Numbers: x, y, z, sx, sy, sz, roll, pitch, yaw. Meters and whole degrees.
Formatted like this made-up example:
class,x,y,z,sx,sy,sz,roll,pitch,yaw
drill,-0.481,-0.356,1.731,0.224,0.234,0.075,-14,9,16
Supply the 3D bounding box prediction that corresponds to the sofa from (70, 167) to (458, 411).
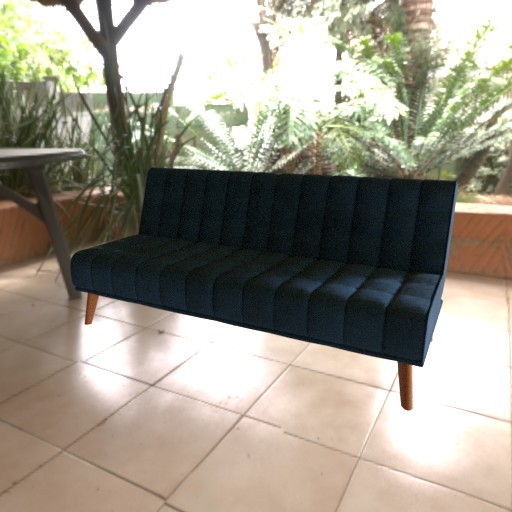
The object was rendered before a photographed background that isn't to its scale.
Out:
class,x,y,z,sx,sy,sz,roll,pitch,yaw
sofa,0.000,0.000,2.315,1.804,0.813,0.855,8,17,26
